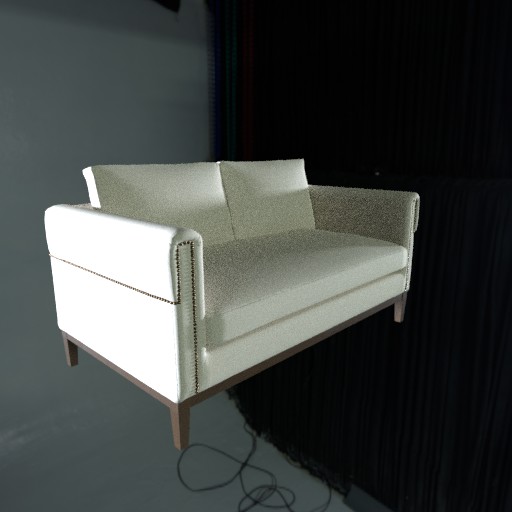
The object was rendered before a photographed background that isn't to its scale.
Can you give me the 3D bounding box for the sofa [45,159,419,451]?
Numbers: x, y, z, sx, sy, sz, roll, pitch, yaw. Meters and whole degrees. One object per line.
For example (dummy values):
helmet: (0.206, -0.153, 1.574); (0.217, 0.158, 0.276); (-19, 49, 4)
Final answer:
sofa: (0.000, 0.000, 2.107); (0.905, 0.873, 1.598); (13, 19, 43)
